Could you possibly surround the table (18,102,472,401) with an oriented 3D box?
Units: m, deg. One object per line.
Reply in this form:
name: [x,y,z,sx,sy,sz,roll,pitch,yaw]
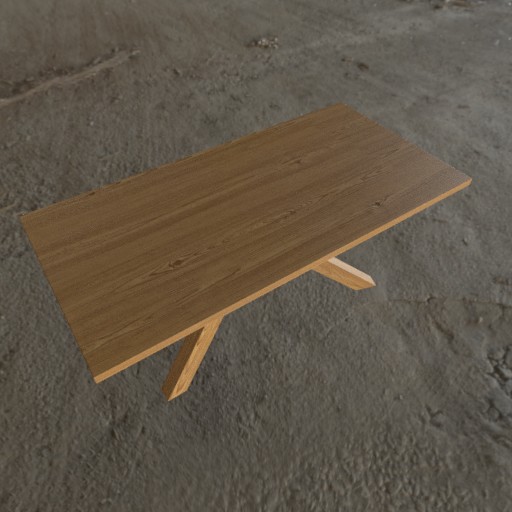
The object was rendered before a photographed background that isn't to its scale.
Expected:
table: [0.000,0.000,2.217,1.797,0.750,0.901,-26,51,-23]
